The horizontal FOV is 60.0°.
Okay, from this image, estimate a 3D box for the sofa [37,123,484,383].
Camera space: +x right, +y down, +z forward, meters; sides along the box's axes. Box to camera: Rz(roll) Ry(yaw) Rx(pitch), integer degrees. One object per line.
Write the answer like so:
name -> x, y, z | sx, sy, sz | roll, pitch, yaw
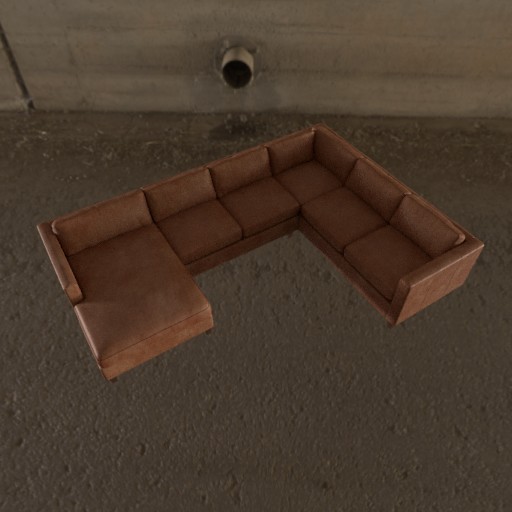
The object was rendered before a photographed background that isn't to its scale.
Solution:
sofa -> 0.000, 0.000, 4.328 | 3.401, 0.832, 2.430 | -25, 53, -21
